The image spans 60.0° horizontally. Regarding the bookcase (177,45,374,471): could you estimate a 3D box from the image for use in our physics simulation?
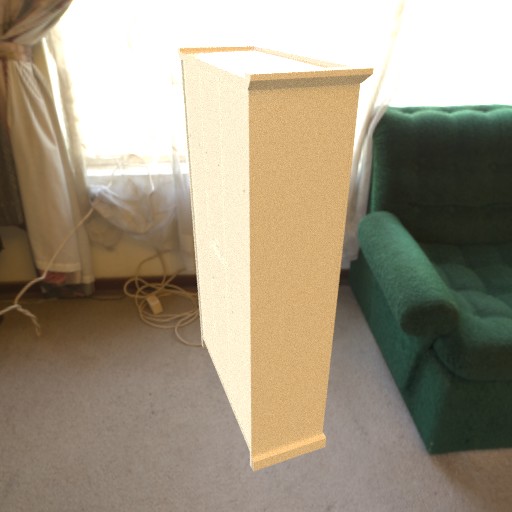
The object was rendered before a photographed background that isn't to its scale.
[{"bbox_3d":[0.000,0.000,2.272,0.432,1.880,1.050,-10,31,-18],"label":"bookcase"}]
